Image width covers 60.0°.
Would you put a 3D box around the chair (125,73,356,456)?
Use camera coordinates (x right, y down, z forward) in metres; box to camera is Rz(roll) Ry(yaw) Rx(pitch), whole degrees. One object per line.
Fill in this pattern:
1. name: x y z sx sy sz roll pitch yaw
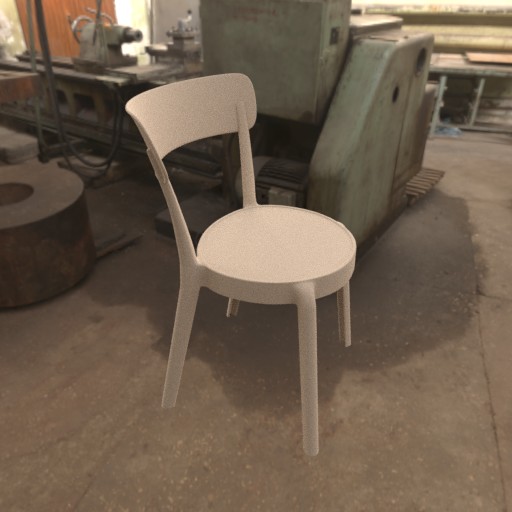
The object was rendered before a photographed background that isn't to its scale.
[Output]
1. chair: 0.000 0.000 1.129 0.491 0.790 0.506 11 33 18
